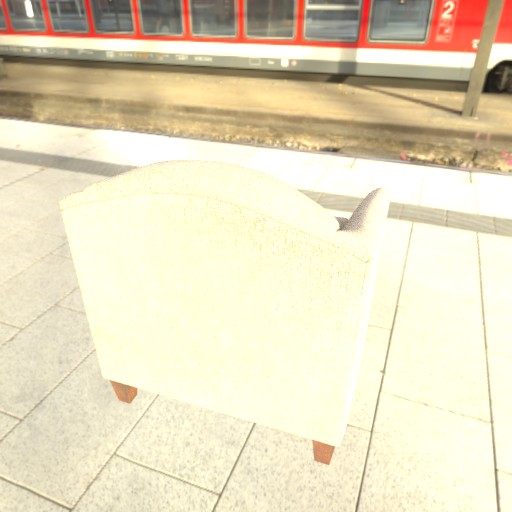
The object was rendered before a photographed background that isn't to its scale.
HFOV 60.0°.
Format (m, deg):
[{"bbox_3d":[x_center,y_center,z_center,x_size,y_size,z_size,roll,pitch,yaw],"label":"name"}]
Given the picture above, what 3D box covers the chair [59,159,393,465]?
[{"bbox_3d":[0.000,0.000,1.430,0.763,0.839,0.787,10,33,16],"label":"chair"}]
